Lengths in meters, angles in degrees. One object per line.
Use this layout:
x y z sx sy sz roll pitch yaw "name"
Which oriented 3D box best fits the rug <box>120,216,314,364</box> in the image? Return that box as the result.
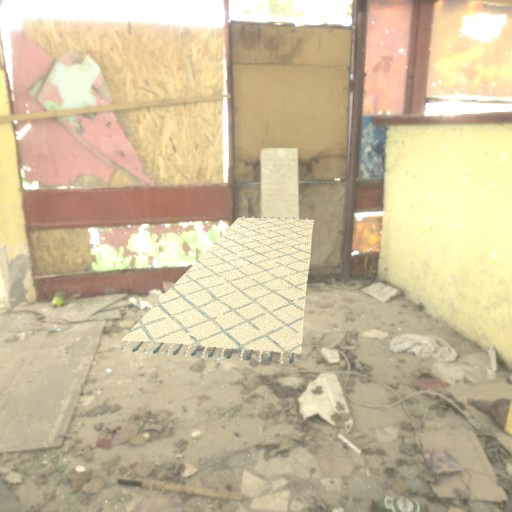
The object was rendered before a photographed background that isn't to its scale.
0.000 0.000 2.546 0.620 0.008 2.372 2 16 8 "rug"
